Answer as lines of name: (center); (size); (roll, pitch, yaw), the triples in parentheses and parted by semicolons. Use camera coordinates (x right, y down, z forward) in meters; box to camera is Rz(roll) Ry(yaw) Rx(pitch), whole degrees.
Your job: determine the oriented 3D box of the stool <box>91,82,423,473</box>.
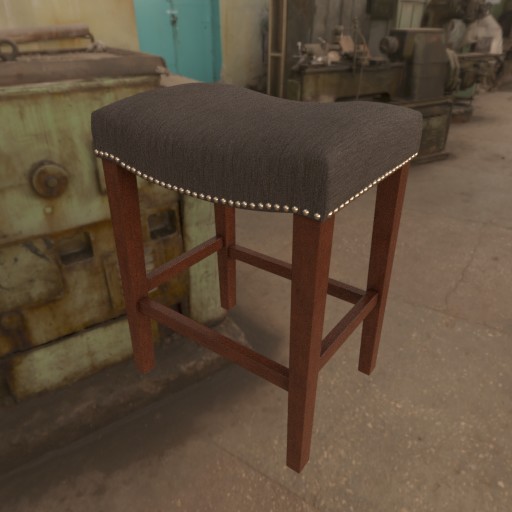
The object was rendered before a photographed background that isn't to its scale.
stool: (0.000, 0.000, 0.952); (0.504, 0.654, 0.372); (20, 35, 31)
